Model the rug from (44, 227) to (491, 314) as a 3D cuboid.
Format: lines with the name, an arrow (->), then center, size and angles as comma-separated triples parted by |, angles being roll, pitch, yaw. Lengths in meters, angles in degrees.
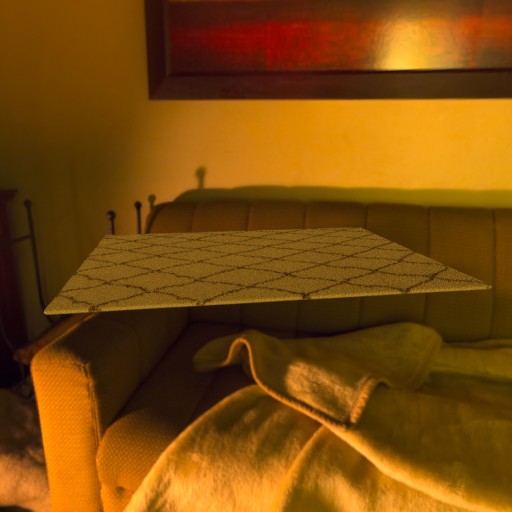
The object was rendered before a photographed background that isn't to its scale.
rug -> 0.000, 0.000, 4.103 | 3.047, 0.029, 2.438 | -2, 14, -9
